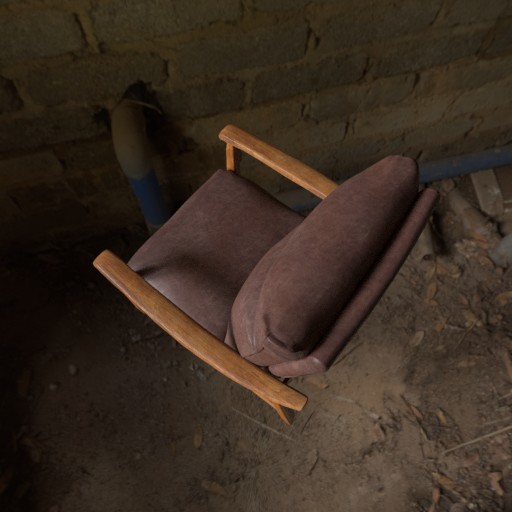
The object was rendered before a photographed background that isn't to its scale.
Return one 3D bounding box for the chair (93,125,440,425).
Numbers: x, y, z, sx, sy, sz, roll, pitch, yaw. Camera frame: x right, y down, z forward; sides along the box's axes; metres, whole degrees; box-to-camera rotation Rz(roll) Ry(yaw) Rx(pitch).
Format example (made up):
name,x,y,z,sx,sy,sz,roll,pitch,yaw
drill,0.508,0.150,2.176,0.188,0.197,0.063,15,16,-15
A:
name,x,y,z,sx,sy,sz,roll,pitch,yaw
chair,0.000,0.000,1.525,0.830,0.897,0.782,34,69,15
